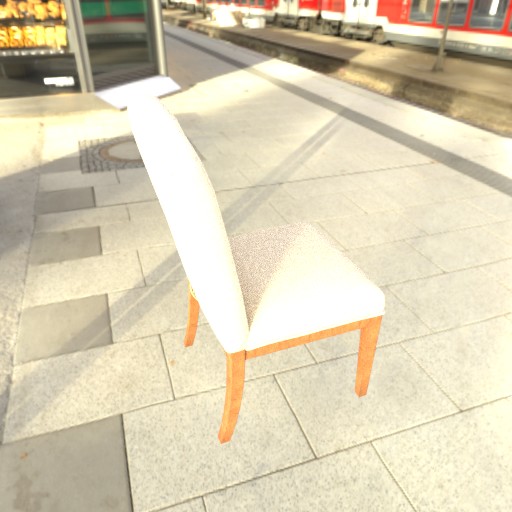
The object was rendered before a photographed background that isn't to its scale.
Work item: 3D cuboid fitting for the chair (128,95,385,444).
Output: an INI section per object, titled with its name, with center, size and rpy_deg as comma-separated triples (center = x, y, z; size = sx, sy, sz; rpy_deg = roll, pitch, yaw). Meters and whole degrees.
[chair]
center = 0.000, 0.000, 1.405
size = 0.648, 1.012, 0.534
rpy_deg = -12, 33, -18
